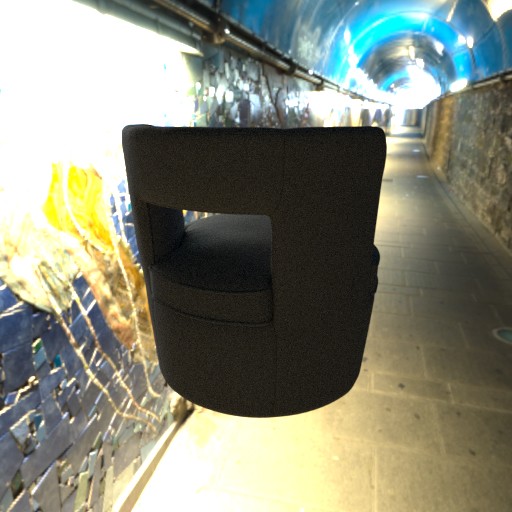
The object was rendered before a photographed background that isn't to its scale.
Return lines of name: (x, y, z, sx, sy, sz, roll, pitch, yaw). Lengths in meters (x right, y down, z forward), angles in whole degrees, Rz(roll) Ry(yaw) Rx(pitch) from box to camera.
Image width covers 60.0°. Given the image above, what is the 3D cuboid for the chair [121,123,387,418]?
chair: (0.000, 0.000, 1.261, 0.689, 0.719, 0.660, 9, 20, 26)
